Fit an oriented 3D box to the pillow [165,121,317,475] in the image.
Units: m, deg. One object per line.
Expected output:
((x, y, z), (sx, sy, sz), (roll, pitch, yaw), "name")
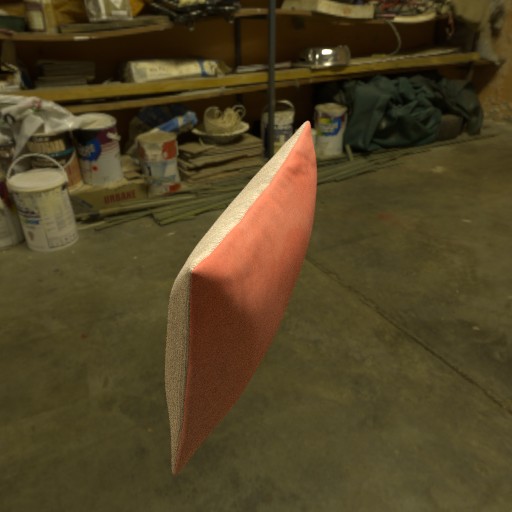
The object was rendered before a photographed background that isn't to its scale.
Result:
((0.000, 0.000, 0.727), (0.155, 0.307, 0.608), (8, 31, 14), "pillow")
